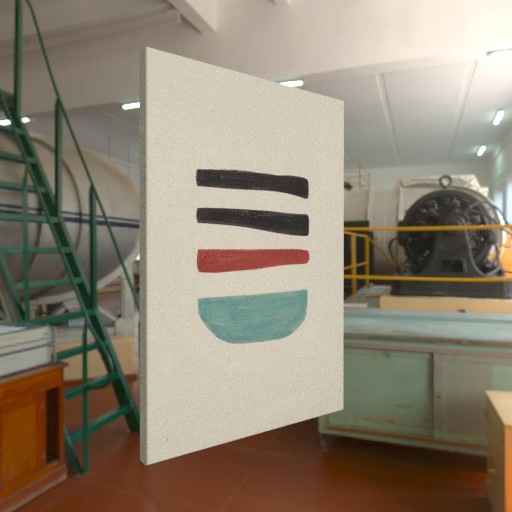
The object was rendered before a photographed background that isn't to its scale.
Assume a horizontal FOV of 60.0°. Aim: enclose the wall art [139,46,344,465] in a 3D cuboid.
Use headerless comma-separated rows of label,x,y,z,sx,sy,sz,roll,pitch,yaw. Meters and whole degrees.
wall art,0.000,0.000,1.149,0.607,0.912,0.038,0,1,-35
